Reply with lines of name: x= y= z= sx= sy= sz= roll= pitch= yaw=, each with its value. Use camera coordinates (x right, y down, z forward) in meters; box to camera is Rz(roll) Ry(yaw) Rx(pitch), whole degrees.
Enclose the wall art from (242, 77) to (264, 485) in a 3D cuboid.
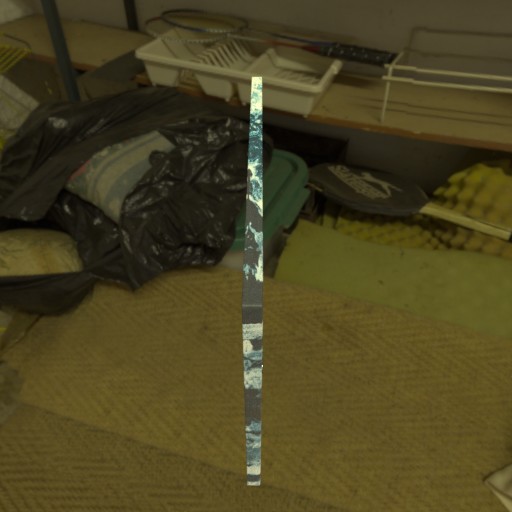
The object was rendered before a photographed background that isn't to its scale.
wall art: x=0.000 y=0.000 z=1.942 sx=0.055 sy=1.017 sz=1.524 roll=0 pitch=41 yaw=0
